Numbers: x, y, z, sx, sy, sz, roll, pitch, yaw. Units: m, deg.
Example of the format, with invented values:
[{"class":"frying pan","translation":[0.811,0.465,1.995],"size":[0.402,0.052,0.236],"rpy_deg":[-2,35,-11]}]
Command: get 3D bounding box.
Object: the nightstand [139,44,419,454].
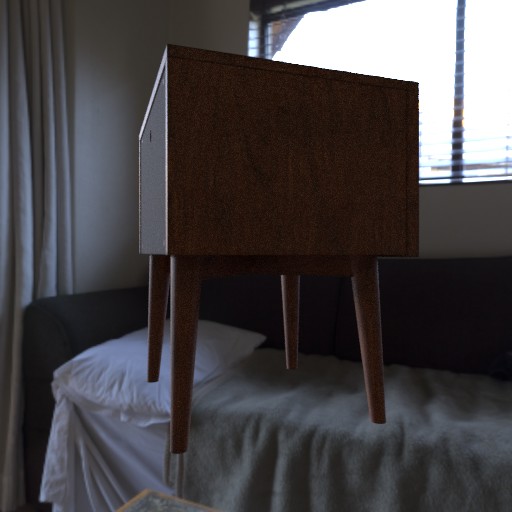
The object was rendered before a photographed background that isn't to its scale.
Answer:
[{"class":"nightstand","translation":[0.000,0.000,0.948],"size":[0.445,0.607,0.521],"rpy_deg":[0,0,-19]}]
